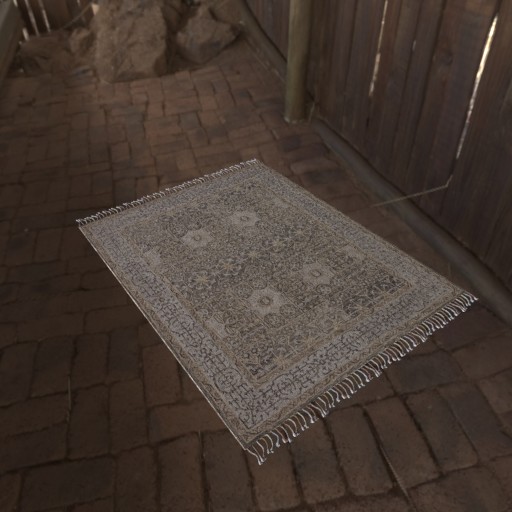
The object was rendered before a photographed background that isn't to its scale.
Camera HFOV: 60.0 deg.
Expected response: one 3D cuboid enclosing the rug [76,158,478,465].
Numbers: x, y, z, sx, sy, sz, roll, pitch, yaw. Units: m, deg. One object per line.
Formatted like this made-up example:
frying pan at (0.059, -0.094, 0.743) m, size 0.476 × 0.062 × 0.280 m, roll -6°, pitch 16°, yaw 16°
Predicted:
rug at (0.000, 0.000, 4.316) m, size 2.431 × 0.017 × 3.291 m, roll -25°, pitch 46°, yaw -27°
